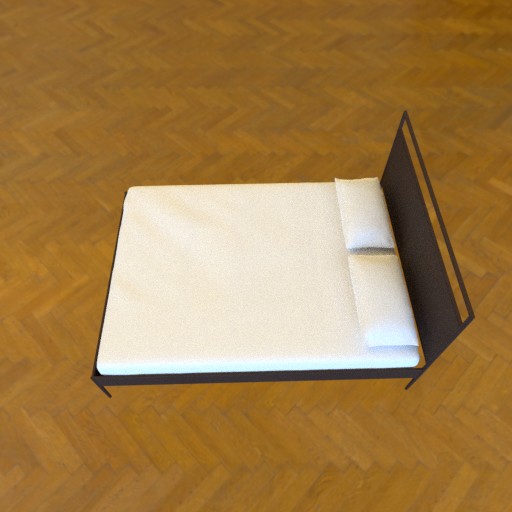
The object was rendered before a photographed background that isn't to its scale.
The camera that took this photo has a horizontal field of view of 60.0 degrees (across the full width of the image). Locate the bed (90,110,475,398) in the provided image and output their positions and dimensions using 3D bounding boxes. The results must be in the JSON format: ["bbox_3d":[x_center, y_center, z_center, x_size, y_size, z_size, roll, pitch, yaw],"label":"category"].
[{"bbox_3d":[0.000,0.000,3.082,2.122,1.173,1.572,-1,56,-1],"label":"bed"}]
